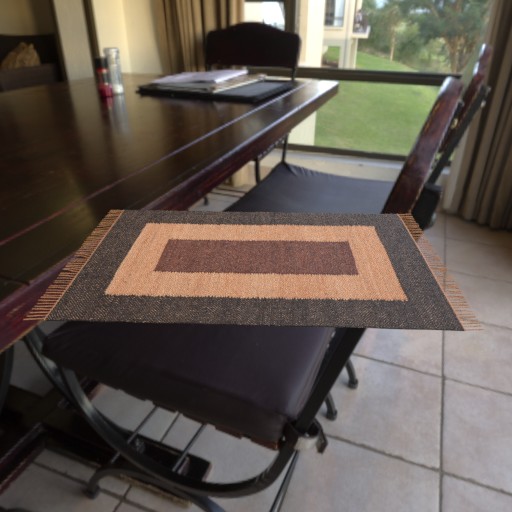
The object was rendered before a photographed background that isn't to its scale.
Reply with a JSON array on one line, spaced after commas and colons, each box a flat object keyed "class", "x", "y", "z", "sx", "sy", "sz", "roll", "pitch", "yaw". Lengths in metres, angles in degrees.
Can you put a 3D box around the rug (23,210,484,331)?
[{"class": "rug", "x": 0.000, "y": 0.000, "z": 1.858, "sx": 1.541, "sy": 0.013, "sz": 0.920, "roll": 1, "pitch": 30, "yaw": 2}]
